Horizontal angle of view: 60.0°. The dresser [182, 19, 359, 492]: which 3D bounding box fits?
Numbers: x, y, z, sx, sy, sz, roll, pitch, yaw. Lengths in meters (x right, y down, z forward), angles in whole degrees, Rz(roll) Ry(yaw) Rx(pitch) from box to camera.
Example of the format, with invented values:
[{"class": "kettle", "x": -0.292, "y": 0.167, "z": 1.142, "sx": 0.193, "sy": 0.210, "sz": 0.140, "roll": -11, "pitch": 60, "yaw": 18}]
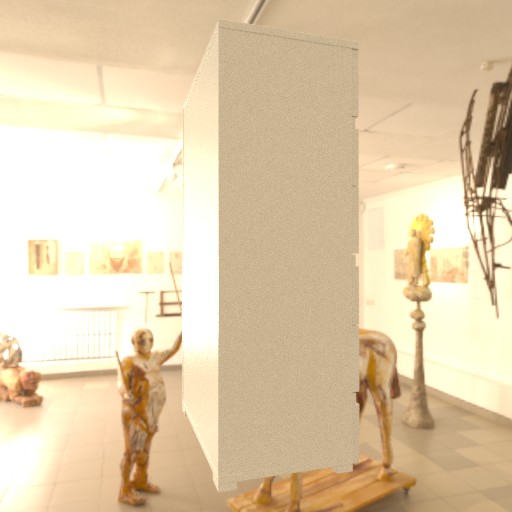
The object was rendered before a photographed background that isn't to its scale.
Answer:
[{"class": "dresser", "x": 0.000, "y": 0.000, "z": 1.481, "sx": 0.400, "sy": 1.190, "sz": 0.650, "roll": 0, "pitch": -1, "yaw": -17}]
